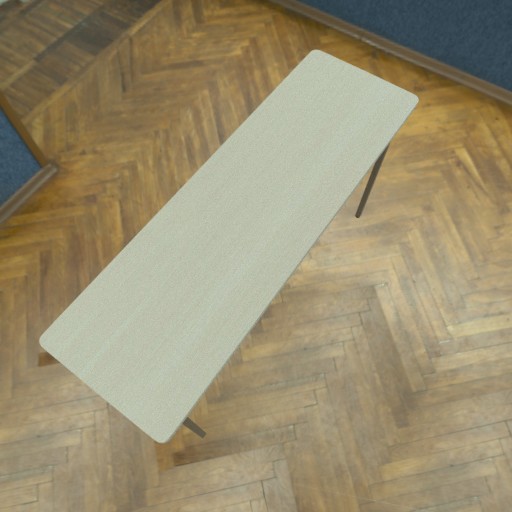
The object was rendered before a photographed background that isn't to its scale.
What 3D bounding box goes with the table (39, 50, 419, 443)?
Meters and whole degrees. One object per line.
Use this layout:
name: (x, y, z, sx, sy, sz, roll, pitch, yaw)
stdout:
table: (0.000, 0.000, 1.707, 0.446, 0.750, 1.397, 32, 68, 15)
